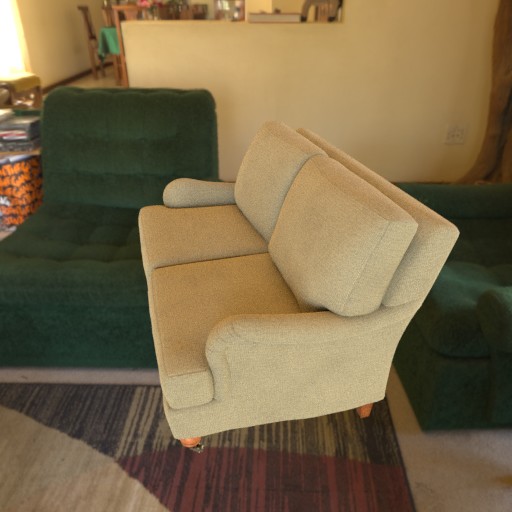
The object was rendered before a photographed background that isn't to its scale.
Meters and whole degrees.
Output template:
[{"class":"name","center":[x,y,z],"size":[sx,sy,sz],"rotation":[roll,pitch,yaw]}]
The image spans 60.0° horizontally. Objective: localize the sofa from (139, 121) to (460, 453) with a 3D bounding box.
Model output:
[{"class":"sofa","center":[0.000,0.000,2.196],"size":[1.087,0.999,1.480],"rotation":[-8,31,-14]}]
